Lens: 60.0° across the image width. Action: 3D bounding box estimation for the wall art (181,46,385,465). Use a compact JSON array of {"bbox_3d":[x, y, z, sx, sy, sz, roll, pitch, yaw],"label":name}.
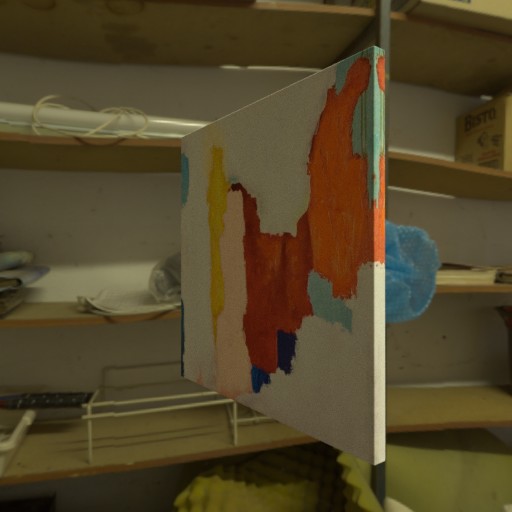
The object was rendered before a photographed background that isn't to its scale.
[{"bbox_3d":[0.000,0.000,1.491,0.044,1.017,1.017,0,0,-36],"label":"wall art"}]
